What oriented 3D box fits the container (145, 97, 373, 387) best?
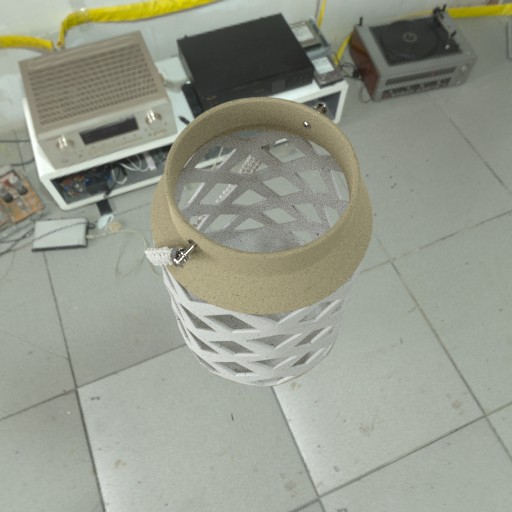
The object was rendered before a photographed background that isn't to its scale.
[{"bbox_3d":[0.000,0.000,0.347,0.172,0.229,0.163,35,69,16],"label":"container"}]
